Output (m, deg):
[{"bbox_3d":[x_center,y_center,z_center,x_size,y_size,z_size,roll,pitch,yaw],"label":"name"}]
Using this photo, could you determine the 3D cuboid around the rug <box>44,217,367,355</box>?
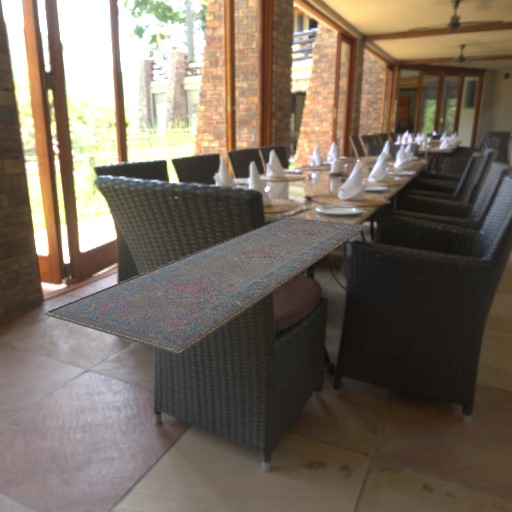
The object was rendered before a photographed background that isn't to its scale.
[{"bbox_3d":[0.000,0.000,2.062,0.553,0.012,1.827,9,18,28],"label":"rug"}]
